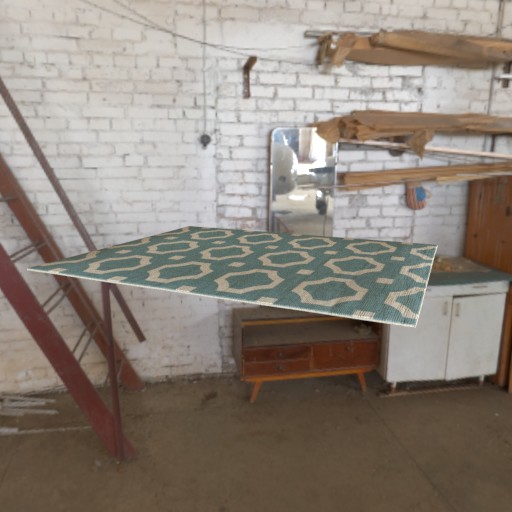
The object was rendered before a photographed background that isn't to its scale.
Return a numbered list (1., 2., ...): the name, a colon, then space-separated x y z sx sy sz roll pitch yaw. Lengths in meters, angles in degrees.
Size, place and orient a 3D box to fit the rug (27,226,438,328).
1. rug: 0.000 0.000 4.148 3.049 0.021 2.466 6 14 24
